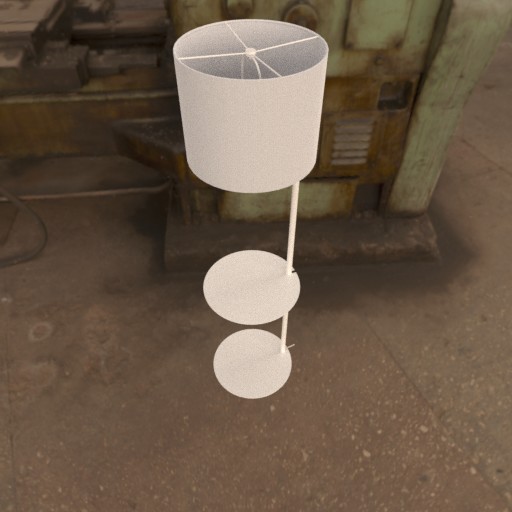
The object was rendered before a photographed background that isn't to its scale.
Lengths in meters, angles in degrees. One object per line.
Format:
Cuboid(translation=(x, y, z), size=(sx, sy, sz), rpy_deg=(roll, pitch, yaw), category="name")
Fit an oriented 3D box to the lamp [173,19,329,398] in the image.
Cuboid(translation=(0.000, 0.000, 1.597), size=(0.405, 1.465, 0.372), rpy_deg=(-16, 48, -15), category="lamp")
